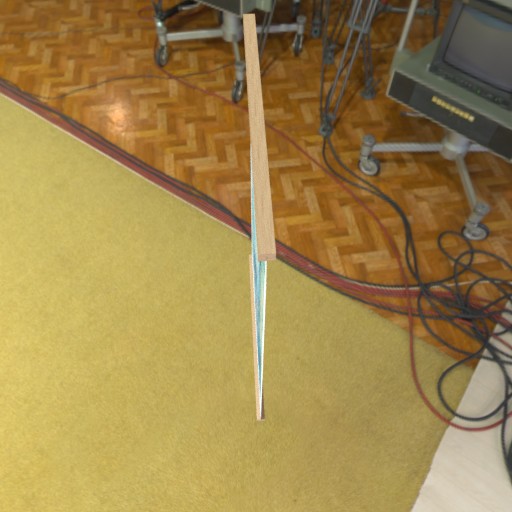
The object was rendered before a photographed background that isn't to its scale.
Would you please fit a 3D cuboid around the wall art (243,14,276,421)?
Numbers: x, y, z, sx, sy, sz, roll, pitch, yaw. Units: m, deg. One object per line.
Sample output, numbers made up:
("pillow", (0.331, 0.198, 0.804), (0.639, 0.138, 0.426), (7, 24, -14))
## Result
("wall art", (0.000, 0.000, 0.759), (0.016, 0.611, 0.401), (-2, 56, -2))
